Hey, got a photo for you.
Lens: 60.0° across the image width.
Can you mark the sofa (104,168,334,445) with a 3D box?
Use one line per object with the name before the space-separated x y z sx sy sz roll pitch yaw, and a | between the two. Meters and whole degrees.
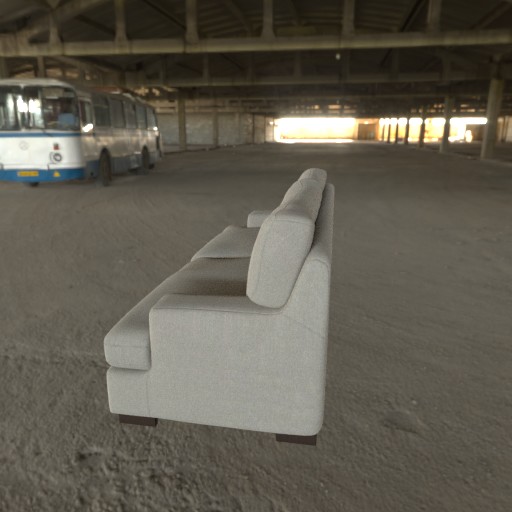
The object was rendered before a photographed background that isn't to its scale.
sofa | 0.000 0.000 2.866 0.962 0.980 2.354 3 16 10
